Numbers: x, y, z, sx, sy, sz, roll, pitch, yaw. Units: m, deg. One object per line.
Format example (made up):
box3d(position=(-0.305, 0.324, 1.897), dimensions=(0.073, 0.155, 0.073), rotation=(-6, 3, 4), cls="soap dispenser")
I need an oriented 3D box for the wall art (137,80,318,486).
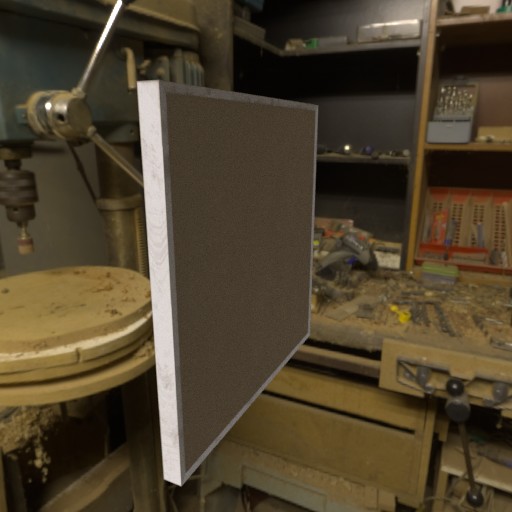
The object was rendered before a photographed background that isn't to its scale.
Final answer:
box3d(position=(0.000, 0.000, 0.747), dimensions=(0.029, 0.506, 0.508), rotation=(8, 17, 25), cls="wall art")
